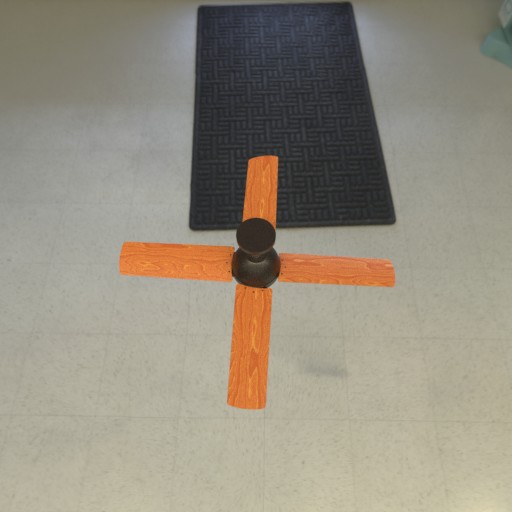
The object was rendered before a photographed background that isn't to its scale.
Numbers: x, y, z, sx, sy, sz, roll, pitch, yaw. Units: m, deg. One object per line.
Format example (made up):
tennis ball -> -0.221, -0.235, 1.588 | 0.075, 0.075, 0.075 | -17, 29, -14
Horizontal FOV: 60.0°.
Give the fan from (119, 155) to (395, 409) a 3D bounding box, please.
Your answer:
fan -> 0.000, 0.000, 2.058 | 1.332, 0.403, 1.332 | 3, 63, 2
